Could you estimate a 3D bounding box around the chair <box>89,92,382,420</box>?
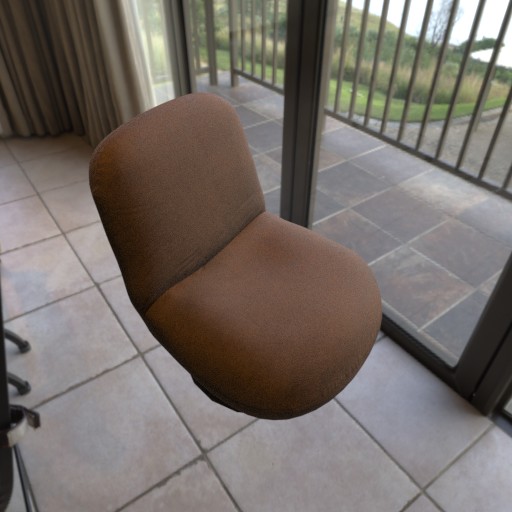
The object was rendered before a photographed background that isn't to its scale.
[{"bbox_3d":[0.000,0.000,1.014,0.597,0.594,0.521,25,46,26],"label":"chair"}]
